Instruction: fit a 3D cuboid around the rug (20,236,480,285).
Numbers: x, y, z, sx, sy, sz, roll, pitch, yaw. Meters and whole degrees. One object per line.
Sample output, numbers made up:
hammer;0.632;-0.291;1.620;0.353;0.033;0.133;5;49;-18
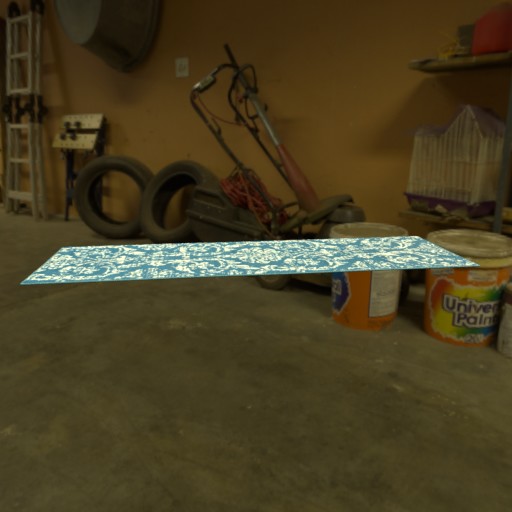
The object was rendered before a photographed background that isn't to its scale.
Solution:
rug;0.000;0.000;2.412;2.196;0.011;0.662;-2;16;-7
